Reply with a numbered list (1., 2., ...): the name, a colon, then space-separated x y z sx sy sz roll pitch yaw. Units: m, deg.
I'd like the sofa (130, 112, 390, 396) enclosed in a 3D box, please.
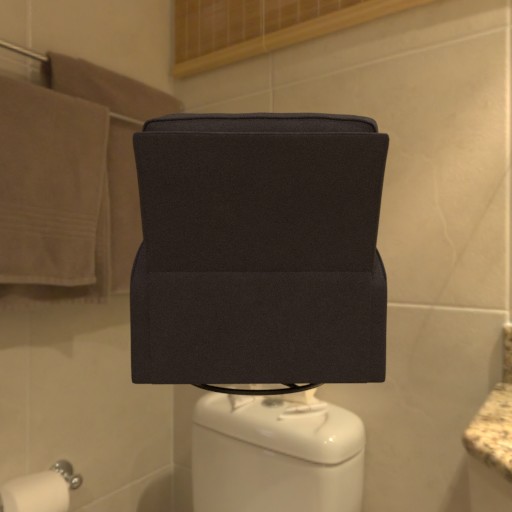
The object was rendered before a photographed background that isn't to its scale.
1. sofa: 0.000 0.000 2.012 0.861 0.959 1.472 0 0 -1
